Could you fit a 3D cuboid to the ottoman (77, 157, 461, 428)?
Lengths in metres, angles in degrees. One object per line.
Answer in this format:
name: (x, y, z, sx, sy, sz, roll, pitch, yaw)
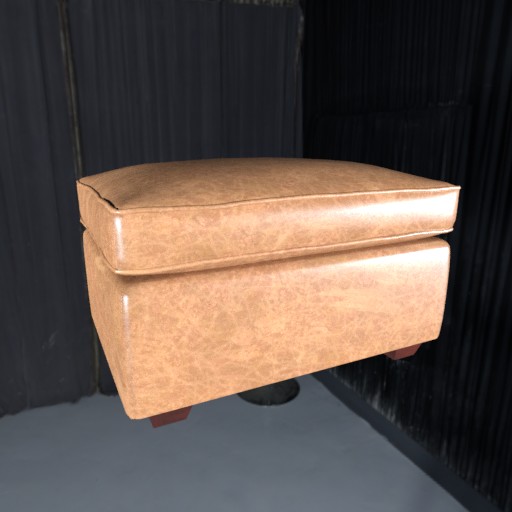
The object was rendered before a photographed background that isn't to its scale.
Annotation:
ottoman: (0.000, 0.000, 1.083, 0.756, 0.468, 0.554, -7, 17, -25)
